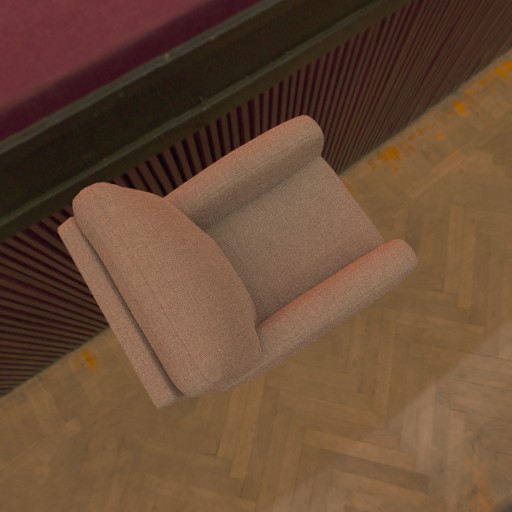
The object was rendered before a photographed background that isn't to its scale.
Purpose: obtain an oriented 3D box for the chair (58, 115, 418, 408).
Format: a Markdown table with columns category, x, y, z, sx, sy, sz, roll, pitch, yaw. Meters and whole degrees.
| category | x | y | z | sx | sy | sz | roll | pitch | yaw |
| --- | --- | --- | --- | --- | --- | --- | --- | --- | --- |
| chair | 0.000 | 0.000 | 1.664 | 0.990 | 0.990 | 0.762 | -32 | 78 | -8 |
